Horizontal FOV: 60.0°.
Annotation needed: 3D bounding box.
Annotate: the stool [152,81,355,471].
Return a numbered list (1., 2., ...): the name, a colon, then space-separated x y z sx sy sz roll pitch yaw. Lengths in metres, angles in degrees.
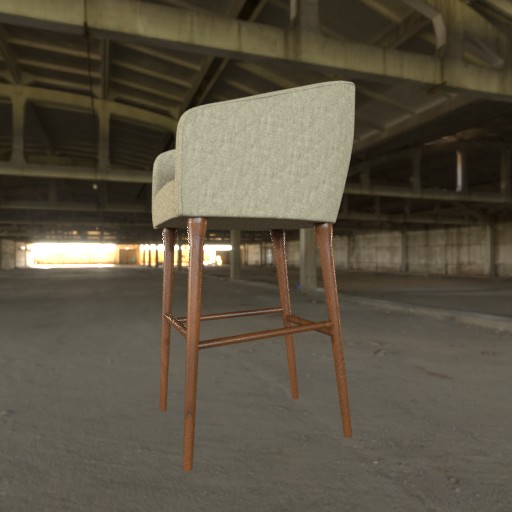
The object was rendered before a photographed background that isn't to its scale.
1. stool: 0.000 0.000 1.421 0.607 1.078 0.559 0 0 -20
